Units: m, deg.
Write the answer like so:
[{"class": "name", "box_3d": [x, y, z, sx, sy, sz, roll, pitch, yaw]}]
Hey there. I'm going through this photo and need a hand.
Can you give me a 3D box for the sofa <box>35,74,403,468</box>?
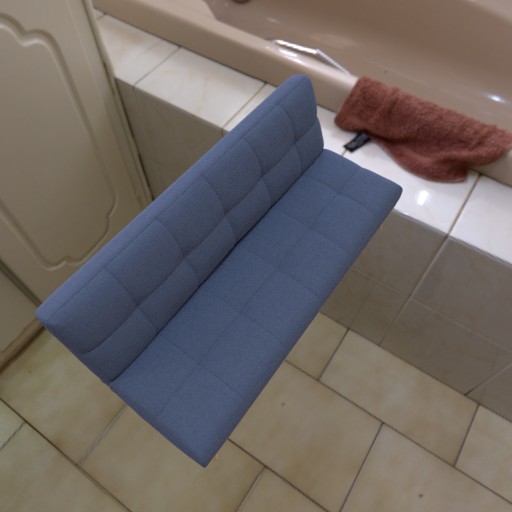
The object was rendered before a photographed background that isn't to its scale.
[{"class": "sofa", "box_3d": [0.000, 0.000, 2.220, 0.796, 0.800, 1.800, 32, 63, 18]}]
